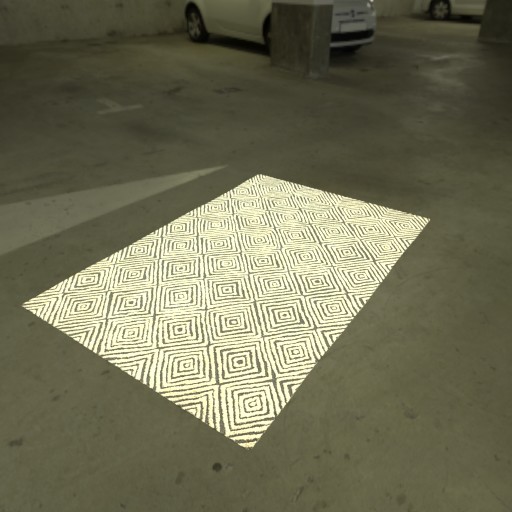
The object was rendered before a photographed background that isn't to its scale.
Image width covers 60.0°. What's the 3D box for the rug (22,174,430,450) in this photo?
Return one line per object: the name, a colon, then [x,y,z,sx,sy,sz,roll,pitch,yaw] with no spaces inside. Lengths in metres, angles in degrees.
rug: [0.000,0.000,2.169,1.177,0.004,1.750,20,38,29]
